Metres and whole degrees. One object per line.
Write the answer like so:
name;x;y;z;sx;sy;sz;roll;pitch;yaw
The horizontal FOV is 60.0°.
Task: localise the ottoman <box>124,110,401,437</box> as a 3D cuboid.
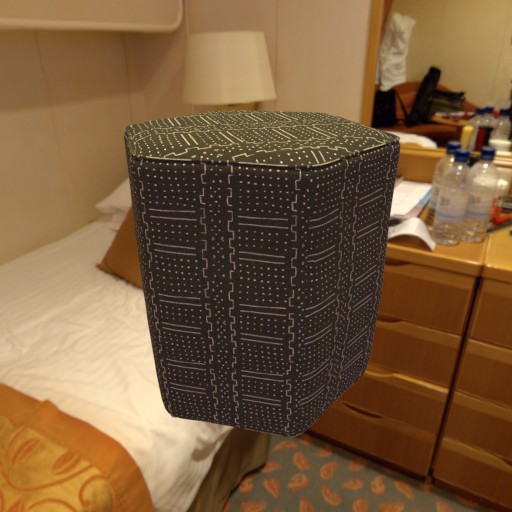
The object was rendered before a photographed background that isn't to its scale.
ottoman;0.000;0.000;0.875;0.443;0.502;0.494;-8;27;-16
